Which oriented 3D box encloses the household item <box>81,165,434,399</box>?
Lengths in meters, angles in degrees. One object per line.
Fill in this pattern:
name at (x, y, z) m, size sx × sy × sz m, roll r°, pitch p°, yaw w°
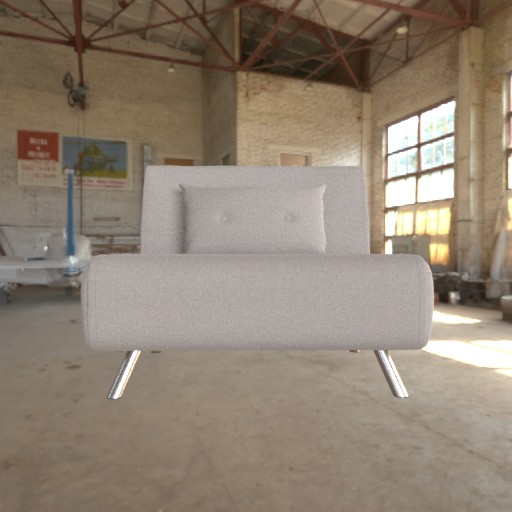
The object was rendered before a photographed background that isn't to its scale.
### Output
household item at (0.000, 0.000, 1.647) m, size 1.000 × 0.800 × 0.874 m, roll 0°, pitch 1°, yaw -1°
